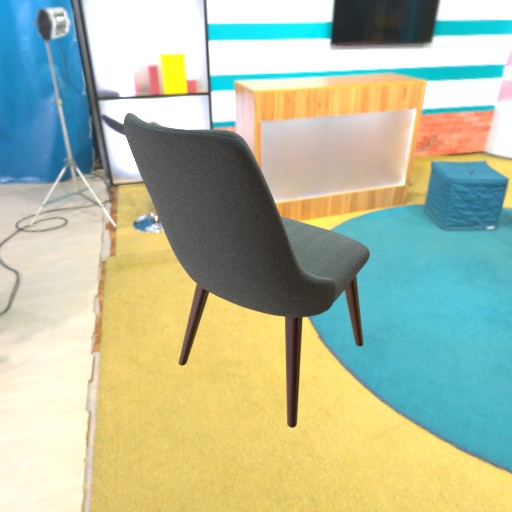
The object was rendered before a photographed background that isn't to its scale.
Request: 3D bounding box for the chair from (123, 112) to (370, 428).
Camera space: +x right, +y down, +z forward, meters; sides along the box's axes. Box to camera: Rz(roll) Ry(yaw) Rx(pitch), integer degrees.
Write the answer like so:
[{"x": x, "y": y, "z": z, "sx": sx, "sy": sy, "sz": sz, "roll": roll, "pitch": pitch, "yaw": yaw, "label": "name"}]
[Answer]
[{"x": 0.000, "y": 0.000, "z": 1.349, "sx": 0.535, "sy": 0.918, "sz": 0.707, "roll": 20, "pitch": 35, "yaw": 31, "label": "chair"}]
